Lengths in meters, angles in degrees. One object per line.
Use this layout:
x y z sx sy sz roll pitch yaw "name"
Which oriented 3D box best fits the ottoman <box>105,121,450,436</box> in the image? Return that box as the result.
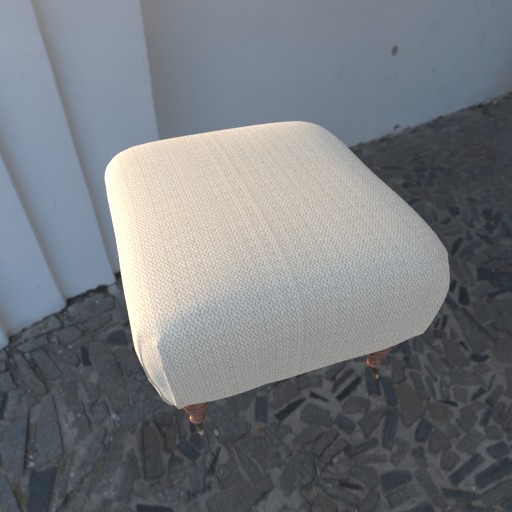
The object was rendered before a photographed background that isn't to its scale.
0.000 0.000 1.084 0.622 0.447 0.684 -13 43 -14 "ottoman"
